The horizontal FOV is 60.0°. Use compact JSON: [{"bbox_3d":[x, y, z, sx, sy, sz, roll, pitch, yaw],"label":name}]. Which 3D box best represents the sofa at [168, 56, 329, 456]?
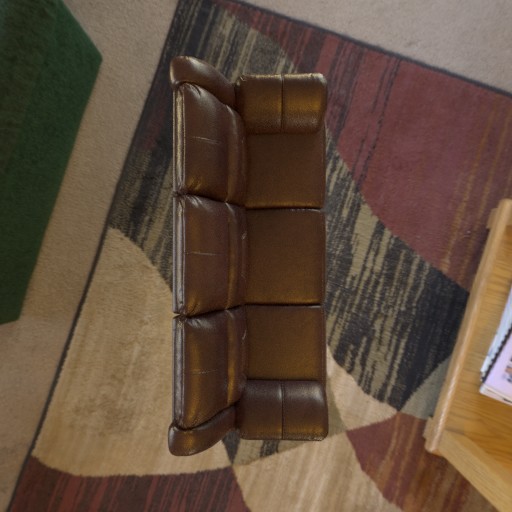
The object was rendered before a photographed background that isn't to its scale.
[{"bbox_3d":[0.000,0.000,2.883,0.991,1.043,2.337,0,89,-1],"label":"sofa"}]
